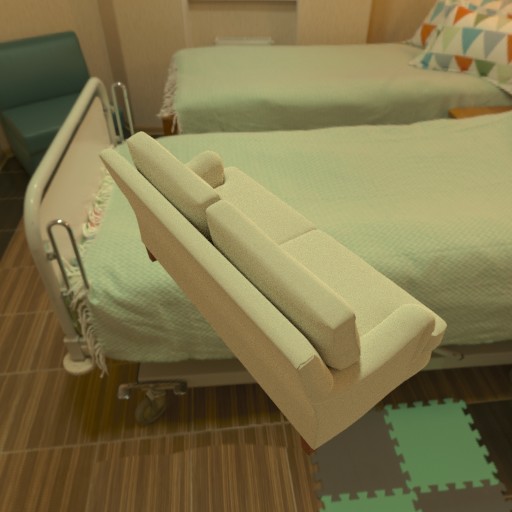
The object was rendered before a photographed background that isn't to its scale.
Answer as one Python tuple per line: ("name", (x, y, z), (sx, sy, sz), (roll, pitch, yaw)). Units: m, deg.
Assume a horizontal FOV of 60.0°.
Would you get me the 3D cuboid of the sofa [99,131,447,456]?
("sofa", (0.000, 0.000, 2.797), (1.086, 1.087, 2.159), (-25, 46, -26))
